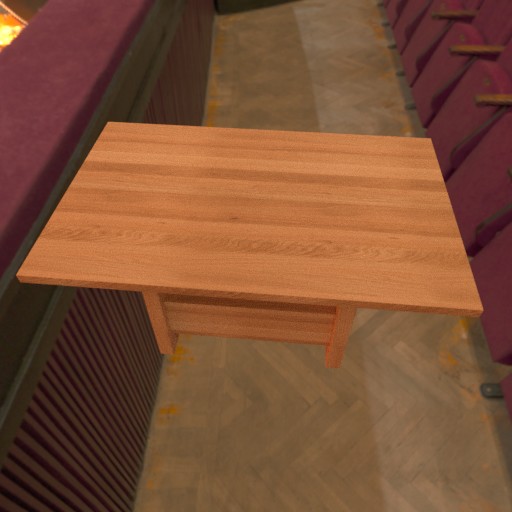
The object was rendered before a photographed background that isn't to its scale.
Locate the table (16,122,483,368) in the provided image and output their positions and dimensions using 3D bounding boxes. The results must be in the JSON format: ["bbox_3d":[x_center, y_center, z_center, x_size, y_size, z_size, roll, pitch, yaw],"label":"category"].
[{"bbox_3d":[0.000,0.000,1.459,1.100,0.510,0.700,4,48,4],"label":"table"}]
